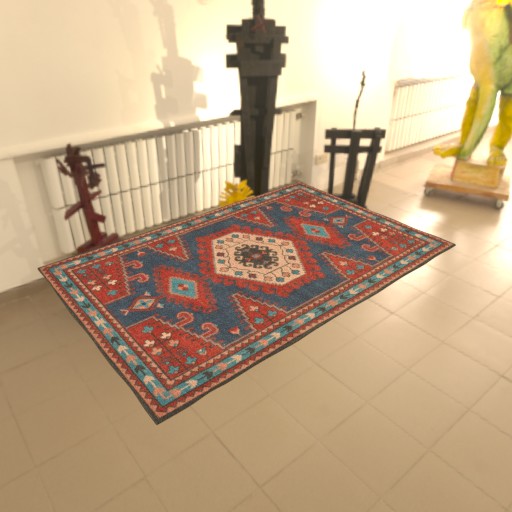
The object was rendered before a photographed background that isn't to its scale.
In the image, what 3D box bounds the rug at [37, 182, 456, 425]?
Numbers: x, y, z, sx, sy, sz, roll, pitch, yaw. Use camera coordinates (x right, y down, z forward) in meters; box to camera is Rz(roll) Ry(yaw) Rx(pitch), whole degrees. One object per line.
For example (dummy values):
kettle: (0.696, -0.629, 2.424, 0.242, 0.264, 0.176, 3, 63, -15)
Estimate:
rug: (0.000, 0.000, 2.292, 1.820, 0.012, 1.207, -23, 38, -33)
